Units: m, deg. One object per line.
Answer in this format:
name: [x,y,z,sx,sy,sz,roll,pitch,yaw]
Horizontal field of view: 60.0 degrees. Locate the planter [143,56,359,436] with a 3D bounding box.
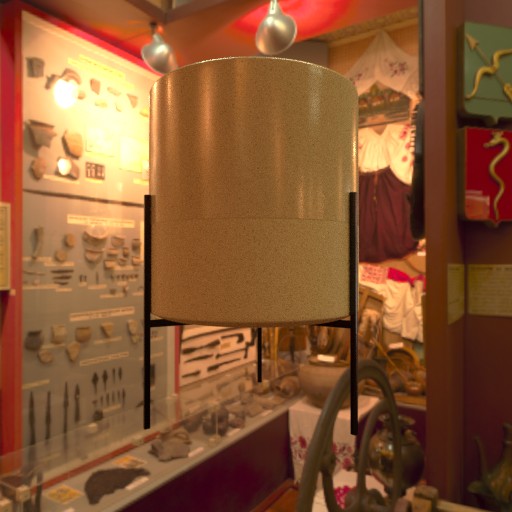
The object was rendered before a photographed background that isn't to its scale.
planter: [0.000,0.000,0.678,0.323,0.475,0.314,0,-1,34]
